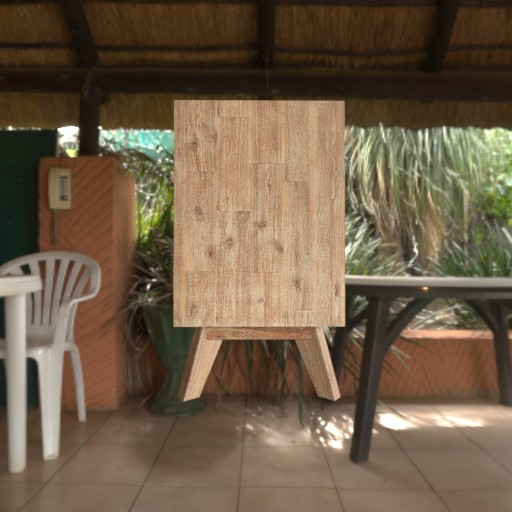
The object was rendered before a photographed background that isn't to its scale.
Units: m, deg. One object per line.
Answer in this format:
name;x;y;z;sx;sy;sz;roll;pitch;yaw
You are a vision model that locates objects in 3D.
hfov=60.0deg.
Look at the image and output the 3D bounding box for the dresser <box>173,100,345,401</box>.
dresser;0.000;0.000;1.949;0.455;0.805;1.554;0;-1;-1
